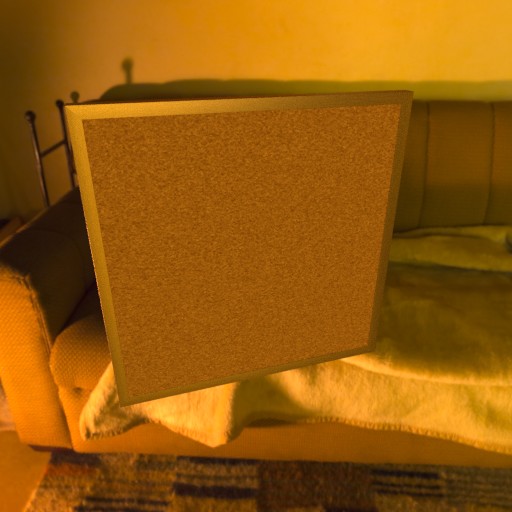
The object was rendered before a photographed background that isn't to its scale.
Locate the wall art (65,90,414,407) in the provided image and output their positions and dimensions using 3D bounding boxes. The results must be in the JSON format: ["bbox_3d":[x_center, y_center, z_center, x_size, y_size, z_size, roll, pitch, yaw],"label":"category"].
[{"bbox_3d":[0.000,0.000,1.123,0.767,0.765,0.036,-8,28,-16],"label":"wall art"}]
